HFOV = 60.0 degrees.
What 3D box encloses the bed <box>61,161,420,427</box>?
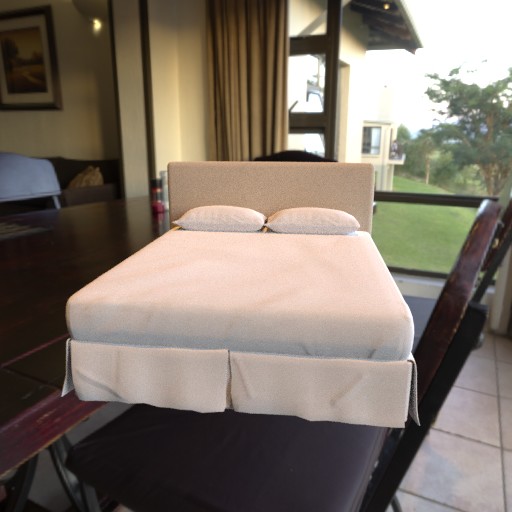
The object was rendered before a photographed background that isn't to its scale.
[{"bbox_3d":[0.000,0.000,3.470,2.119,1.317,2.319,2,16,7],"label":"bed"}]
